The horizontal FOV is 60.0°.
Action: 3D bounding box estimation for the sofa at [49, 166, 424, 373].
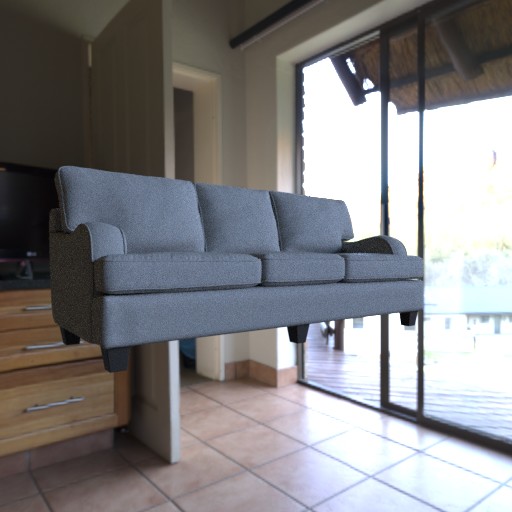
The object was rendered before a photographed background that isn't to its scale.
[{"bbox_3d":[0.000,0.000,2.884,2.323,0.997,1.016,0,0,-37],"label":"sofa"}]
